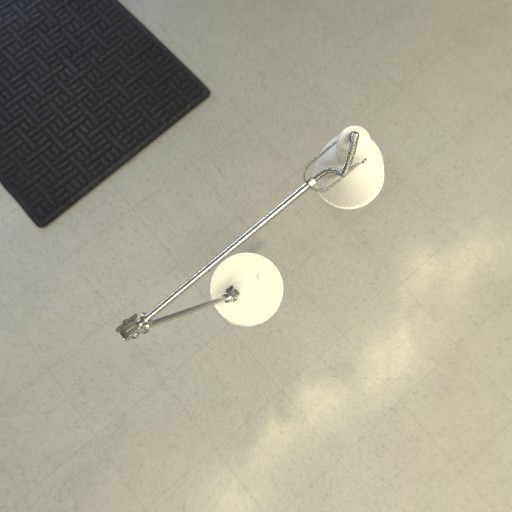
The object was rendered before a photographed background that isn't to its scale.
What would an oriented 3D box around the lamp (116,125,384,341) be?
[{"bbox_3d":[0.000,0.000,0.882,0.561,0.587,0.187,-36,78,-9],"label":"lamp"}]
